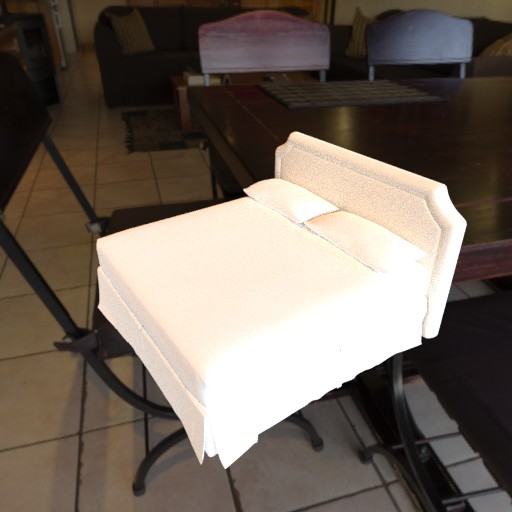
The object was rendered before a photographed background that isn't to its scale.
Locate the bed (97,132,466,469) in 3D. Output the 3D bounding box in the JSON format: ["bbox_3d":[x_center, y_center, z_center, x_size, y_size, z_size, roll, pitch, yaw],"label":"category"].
[{"bbox_3d":[0.000,0.000,3.589,2.204,1.301,2.160,-20,36,-29],"label":"bed"}]
